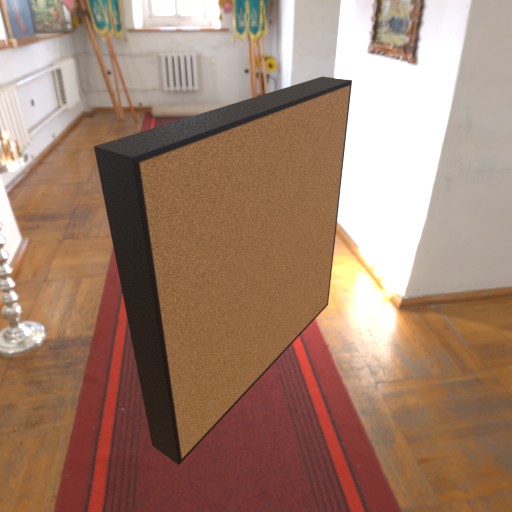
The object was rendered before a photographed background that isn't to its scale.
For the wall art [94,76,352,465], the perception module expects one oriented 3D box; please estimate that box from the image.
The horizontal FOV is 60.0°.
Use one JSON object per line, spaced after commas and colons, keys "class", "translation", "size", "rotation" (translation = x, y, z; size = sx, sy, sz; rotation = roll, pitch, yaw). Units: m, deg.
{"class": "wall art", "translation": [0.000, 0.000, 0.457], "size": [0.037, 0.303, 0.304], "rotation": [20, 37, 30]}
